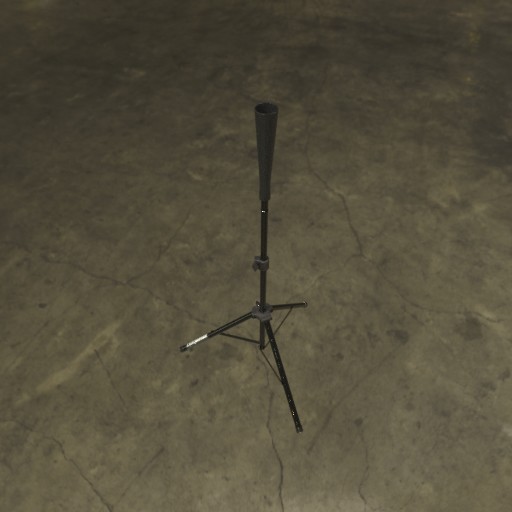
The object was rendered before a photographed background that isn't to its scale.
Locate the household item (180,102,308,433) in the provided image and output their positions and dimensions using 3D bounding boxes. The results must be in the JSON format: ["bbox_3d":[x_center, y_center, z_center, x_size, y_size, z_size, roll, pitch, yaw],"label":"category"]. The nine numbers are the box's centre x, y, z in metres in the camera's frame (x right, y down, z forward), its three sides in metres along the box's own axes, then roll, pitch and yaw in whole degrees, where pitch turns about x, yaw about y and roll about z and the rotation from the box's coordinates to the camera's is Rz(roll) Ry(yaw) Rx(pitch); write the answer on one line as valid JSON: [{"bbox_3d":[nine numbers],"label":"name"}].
[{"bbox_3d":[0.000,0.000,1.412,0.559,1.067,0.559,16,48,14],"label":"household item"}]
